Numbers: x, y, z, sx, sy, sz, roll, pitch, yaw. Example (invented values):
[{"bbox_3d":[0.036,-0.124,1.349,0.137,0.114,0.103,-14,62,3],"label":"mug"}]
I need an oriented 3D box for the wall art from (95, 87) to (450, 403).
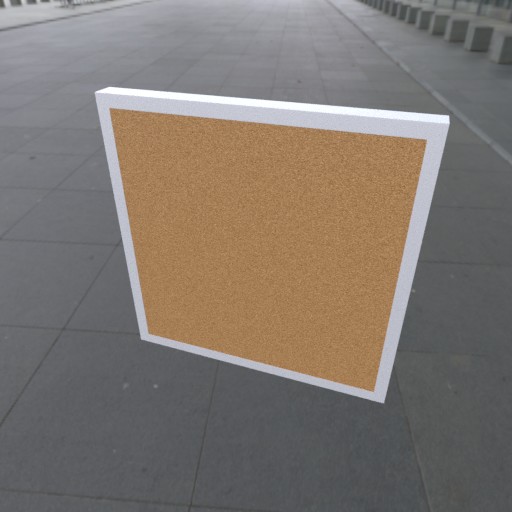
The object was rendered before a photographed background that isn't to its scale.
[{"bbox_3d":[0.000,0.000,0.756,0.507,0.508,0.038,11,34,16],"label":"wall art"}]
